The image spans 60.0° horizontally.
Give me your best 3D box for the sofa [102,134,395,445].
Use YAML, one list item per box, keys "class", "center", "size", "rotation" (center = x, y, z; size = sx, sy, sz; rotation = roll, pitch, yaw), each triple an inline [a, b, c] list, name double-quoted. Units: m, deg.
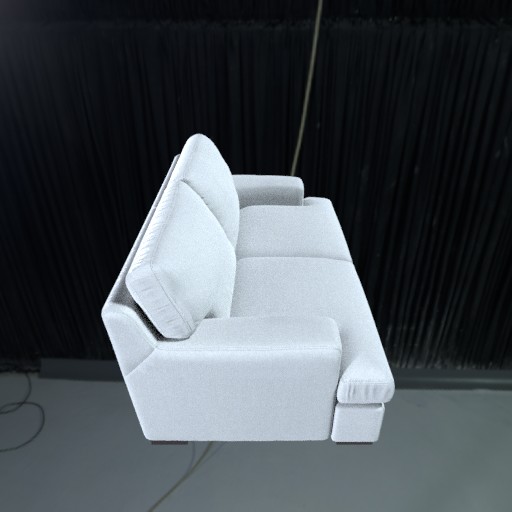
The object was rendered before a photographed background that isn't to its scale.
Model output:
- class: "sofa"
  center: [0.000, 0.000, 2.525]
  size: [1.143, 0.940, 1.880]
  rotation: [0, 31, 0]
